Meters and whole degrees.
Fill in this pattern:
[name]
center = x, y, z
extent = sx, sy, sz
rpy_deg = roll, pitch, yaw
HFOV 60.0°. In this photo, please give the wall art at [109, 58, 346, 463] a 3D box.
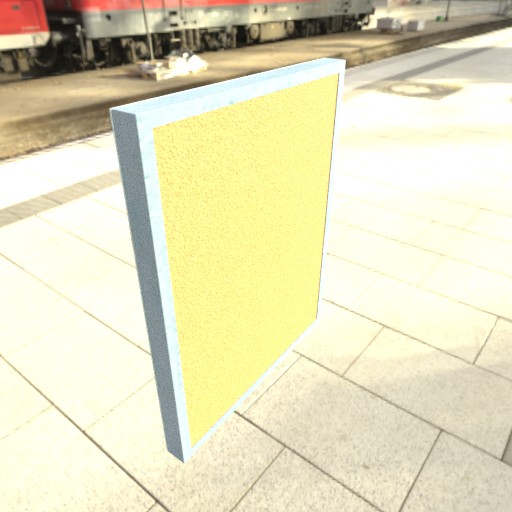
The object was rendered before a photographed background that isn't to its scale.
[wall art]
center = 0.000, 0.000, 0.674
extent = 0.037, 0.509, 0.409
rpy_deg = 21, 37, 30
